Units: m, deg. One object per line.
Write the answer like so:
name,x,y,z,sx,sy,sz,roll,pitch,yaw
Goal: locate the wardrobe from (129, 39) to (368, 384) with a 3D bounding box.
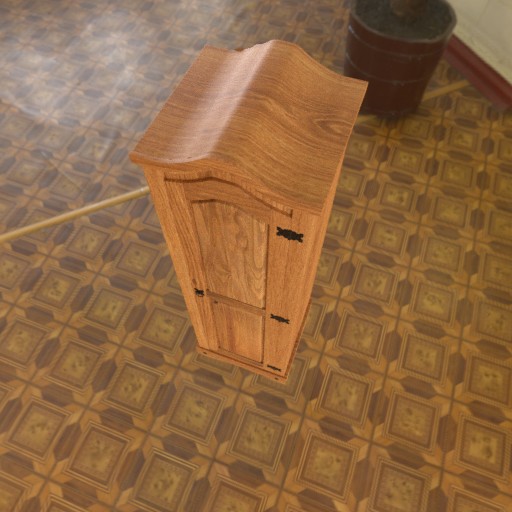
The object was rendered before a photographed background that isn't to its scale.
wardrobe,0.000,0.000,2.120,0.590,1.870,0.570,17,61,10
